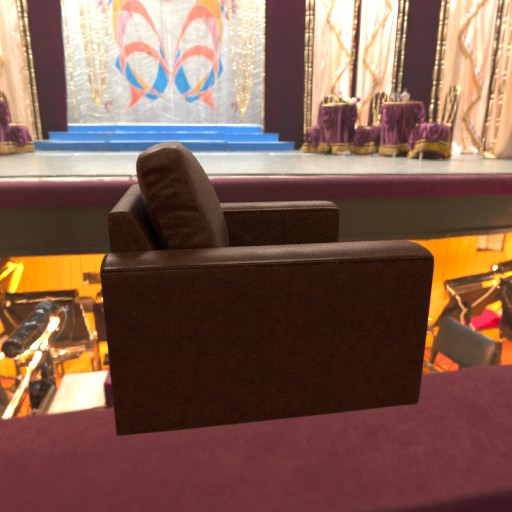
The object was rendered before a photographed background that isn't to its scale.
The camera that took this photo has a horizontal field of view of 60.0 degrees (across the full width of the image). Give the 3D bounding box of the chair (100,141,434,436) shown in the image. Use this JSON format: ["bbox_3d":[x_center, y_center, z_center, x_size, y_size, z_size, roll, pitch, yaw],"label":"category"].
[{"bbox_3d":[0.000,0.000,1.760,1.016,0.873,1.005,-3,16,-9],"label":"chair"}]
